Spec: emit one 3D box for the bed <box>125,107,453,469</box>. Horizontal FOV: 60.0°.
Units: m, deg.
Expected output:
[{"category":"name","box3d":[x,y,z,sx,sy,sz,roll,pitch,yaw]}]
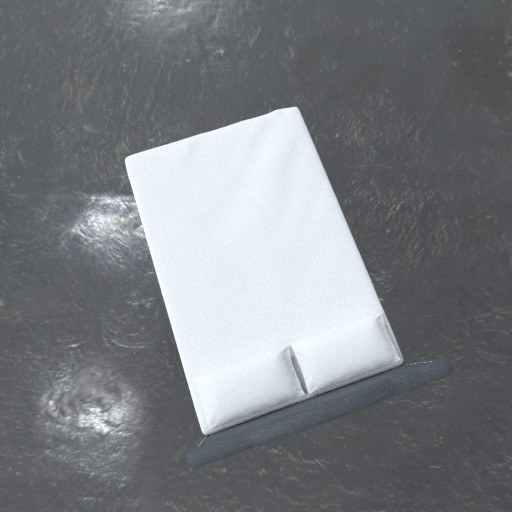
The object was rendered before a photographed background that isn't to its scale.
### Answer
[{"category":"bed","box3d":[0.000,0.000,3.523,1.747,1.441,2.507,-18,75,-5]}]
